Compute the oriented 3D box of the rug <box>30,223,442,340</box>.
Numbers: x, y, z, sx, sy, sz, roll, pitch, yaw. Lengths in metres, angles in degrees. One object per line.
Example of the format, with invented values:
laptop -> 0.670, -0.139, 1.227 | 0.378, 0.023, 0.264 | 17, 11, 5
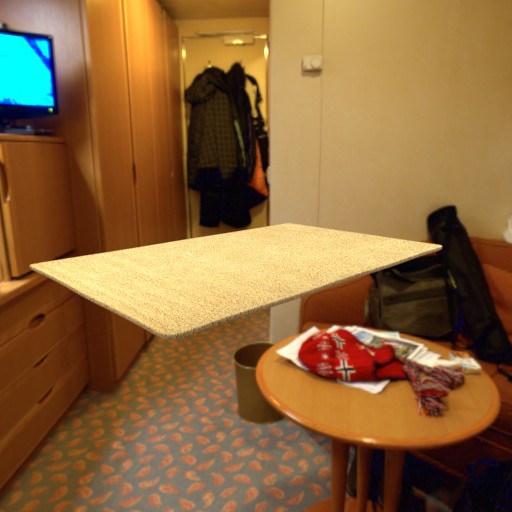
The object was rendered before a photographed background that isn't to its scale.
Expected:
rug -> 0.000, 0.000, 2.931 | 2.349, 0.025, 1.500 | -12, 18, -43
